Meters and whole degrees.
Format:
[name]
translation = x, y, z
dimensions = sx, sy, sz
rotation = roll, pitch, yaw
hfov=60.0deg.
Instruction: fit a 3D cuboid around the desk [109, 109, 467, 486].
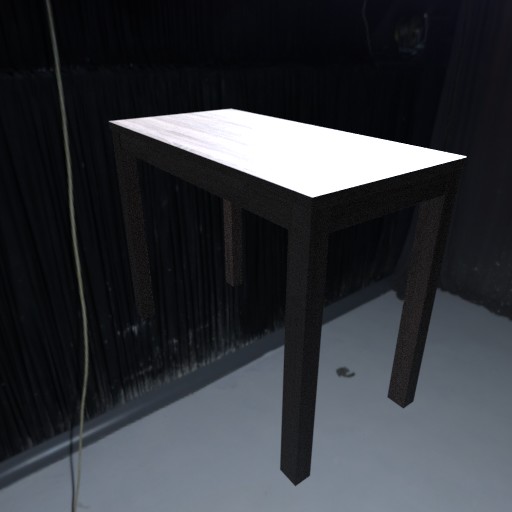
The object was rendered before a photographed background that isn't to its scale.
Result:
[desk]
translation = 0.000, 0.000, 1.431
dimensions = 0.495, 0.762, 0.991
rotation = -18, 31, -32
